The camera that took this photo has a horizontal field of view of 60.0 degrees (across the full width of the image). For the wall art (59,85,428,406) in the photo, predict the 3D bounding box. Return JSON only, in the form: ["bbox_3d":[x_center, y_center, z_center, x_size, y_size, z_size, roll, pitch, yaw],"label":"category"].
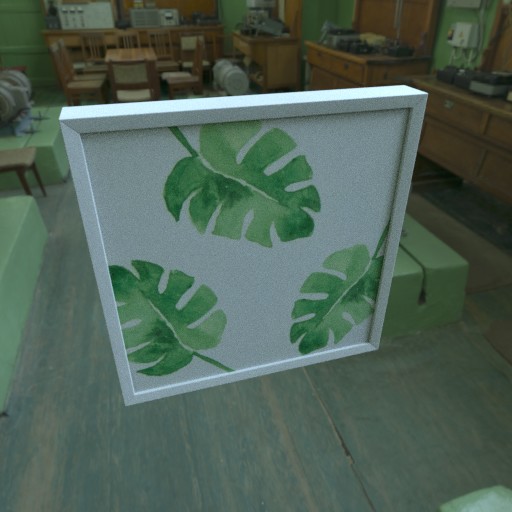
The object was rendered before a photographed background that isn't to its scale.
[{"bbox_3d":[0.000,0.000,0.448,0.305,0.305,0.038,-9,33,-14],"label":"wall art"}]
